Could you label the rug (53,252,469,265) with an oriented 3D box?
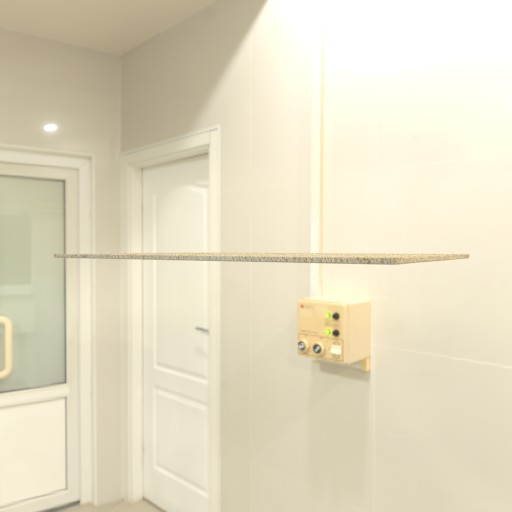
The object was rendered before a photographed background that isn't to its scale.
[{"bbox_3d":[0.000,0.000,2.940,2.349,0.025,1.500,1,1,36],"label":"rug"}]
